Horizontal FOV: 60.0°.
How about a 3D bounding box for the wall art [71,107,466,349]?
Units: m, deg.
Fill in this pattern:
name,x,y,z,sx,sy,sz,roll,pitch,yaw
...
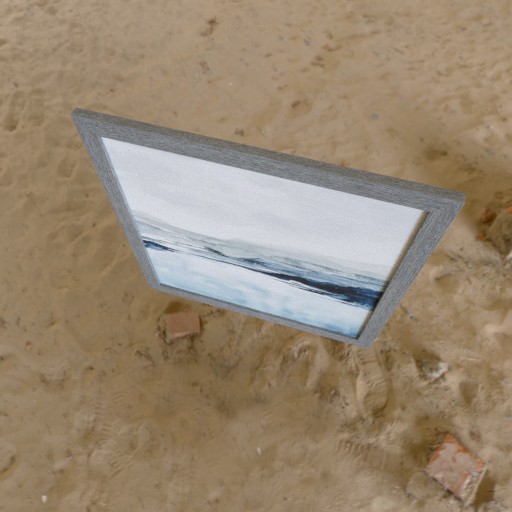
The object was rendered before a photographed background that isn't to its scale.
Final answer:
name,x,y,z,sx,sy,sz,roll,pitch,yaw
wall art,0.000,0.000,1.038,0.685,0.685,0.020,14,60,8
